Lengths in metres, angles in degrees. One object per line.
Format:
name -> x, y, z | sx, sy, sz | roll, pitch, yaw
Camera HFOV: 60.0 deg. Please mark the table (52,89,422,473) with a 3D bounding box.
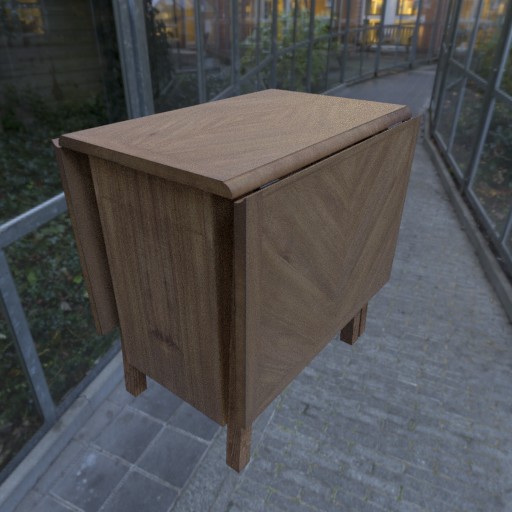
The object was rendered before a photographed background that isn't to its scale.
table -> 0.000, 0.000, 1.619 | 0.701, 0.981, 0.967 | 21, 36, 32
